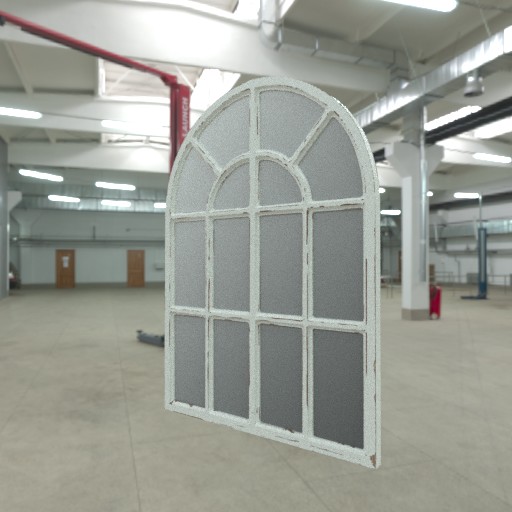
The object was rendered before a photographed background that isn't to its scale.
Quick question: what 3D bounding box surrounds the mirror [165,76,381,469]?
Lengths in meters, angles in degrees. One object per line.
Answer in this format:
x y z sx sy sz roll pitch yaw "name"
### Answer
0.000 0.000 1.162 0.660 0.920 0.032 0 -1 36 "mirror"
